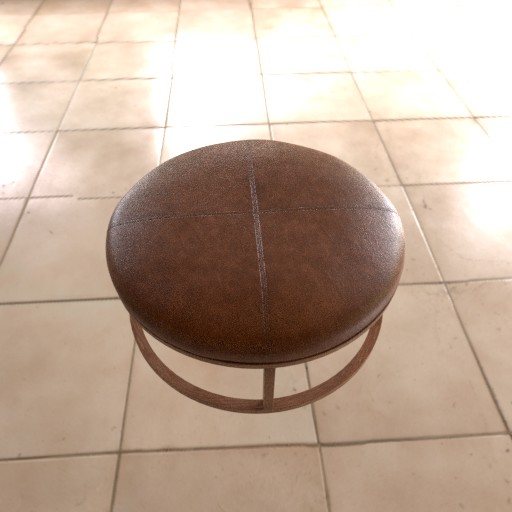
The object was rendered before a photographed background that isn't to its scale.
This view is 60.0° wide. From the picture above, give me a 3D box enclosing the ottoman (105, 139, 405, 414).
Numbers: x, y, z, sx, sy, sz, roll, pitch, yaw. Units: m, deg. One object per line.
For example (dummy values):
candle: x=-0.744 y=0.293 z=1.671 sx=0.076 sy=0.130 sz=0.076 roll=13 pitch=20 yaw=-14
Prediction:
ottoman: x=0.000 y=0.000 z=1.625 sx=1.006 sy=0.445 sz=1.006 roll=0 pitch=48 yaw=0
